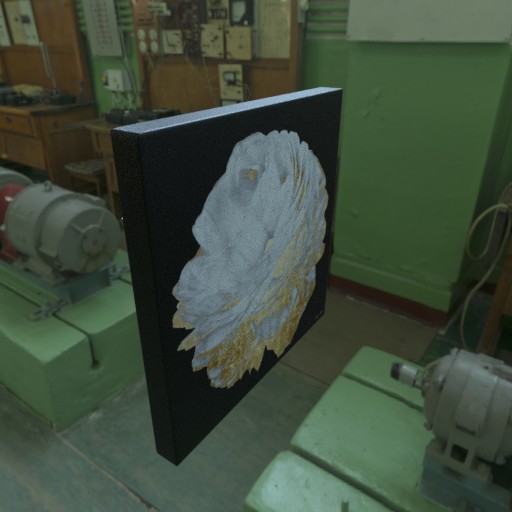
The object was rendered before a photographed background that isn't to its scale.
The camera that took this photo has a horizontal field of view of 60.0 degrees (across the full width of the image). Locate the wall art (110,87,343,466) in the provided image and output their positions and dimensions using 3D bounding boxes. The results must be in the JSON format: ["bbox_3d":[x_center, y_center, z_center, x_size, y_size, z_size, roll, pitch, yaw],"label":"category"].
[{"bbox_3d":[0.000,0.000,0.616,0.041,0.407,0.406,17,31,30],"label":"wall art"}]
